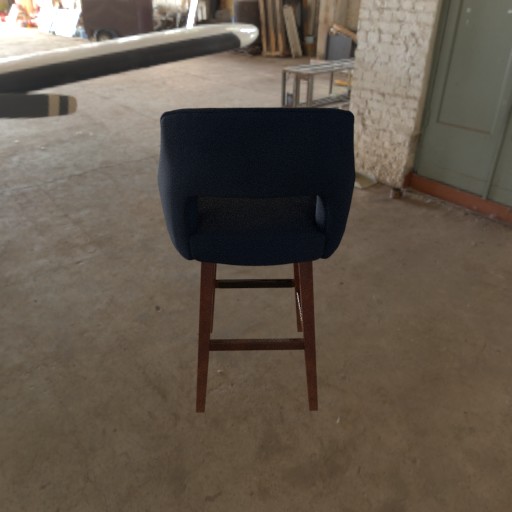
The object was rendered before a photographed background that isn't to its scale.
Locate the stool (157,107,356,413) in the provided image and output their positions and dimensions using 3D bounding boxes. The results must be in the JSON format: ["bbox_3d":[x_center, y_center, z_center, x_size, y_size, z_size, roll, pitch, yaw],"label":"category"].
[{"bbox_3d":[0.000,0.000,1.427,0.550,1.041,0.560,-1,31,-1],"label":"stool"}]
